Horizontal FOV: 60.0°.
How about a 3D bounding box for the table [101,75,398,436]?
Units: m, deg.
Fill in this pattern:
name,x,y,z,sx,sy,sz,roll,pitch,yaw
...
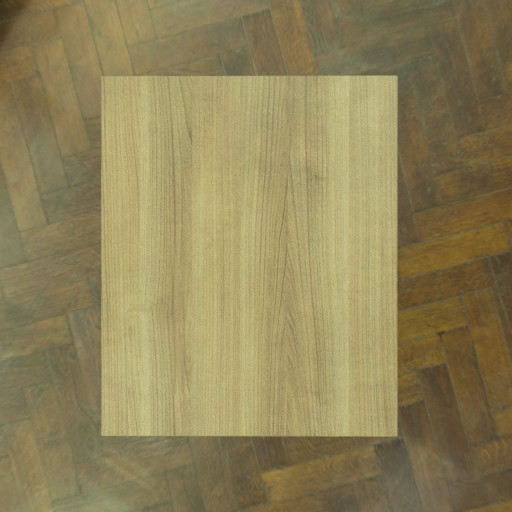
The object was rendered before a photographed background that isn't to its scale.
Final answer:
name,x,y,z,sx,sy,sz,roll,pitch,yaw
table,0.000,0.000,0.777,0.380,0.460,0.445,0,90,0
